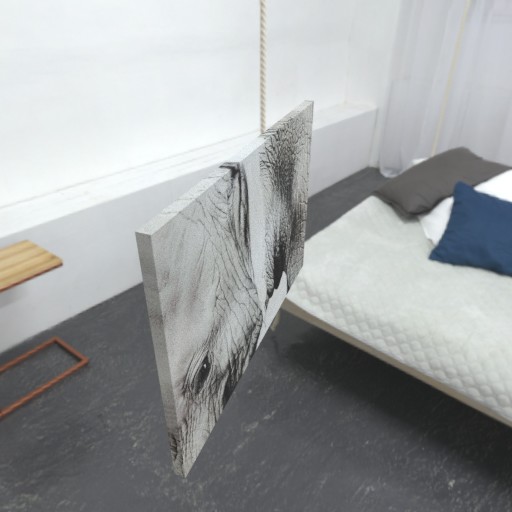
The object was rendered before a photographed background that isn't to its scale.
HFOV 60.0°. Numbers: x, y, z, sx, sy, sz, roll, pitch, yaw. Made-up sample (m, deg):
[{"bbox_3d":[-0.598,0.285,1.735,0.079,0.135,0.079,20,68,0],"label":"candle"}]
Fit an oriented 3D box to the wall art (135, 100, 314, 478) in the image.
[{"bbox_3d":[0.000,0.000,1.465,0.035,0.758,1.141,12,34,18],"label":"wall art"}]
